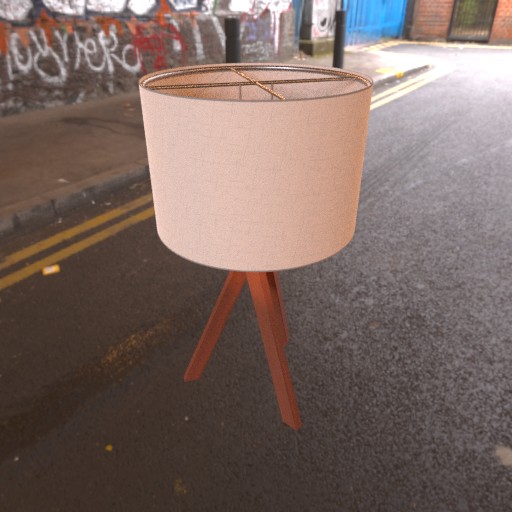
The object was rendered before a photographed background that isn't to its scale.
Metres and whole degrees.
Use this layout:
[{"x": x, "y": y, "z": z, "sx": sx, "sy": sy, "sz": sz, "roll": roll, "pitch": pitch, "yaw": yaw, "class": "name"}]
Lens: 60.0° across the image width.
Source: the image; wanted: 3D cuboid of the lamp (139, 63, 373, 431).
[{"x": 0.000, "y": 0.000, "z": 0.908, "sx": 0.380, "sy": 0.686, "sz": 0.380, "roll": -8, "pitch": 31, "yaw": -14, "class": "lamp"}]
